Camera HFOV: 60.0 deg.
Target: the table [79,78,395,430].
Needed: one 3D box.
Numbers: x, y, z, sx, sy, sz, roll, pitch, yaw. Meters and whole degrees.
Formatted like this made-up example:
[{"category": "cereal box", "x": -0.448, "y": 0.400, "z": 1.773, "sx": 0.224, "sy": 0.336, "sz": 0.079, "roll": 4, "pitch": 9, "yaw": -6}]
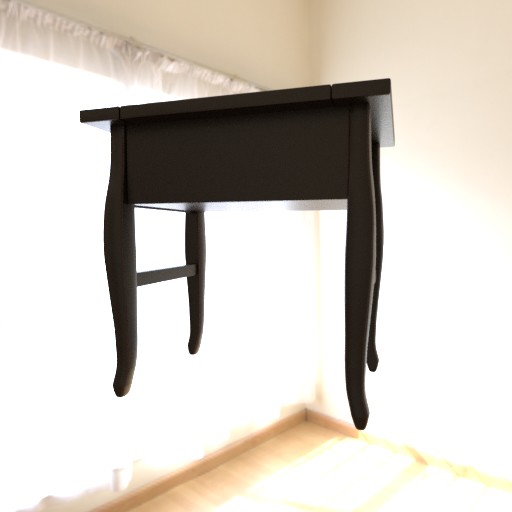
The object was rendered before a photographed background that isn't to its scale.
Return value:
[{"category": "table", "x": 0.000, "y": 0.000, "z": 1.033, "sx": 0.602, "sy": 0.604, "sz": 0.460, "roll": 1, "pitch": 3, "yaw": 18}]
